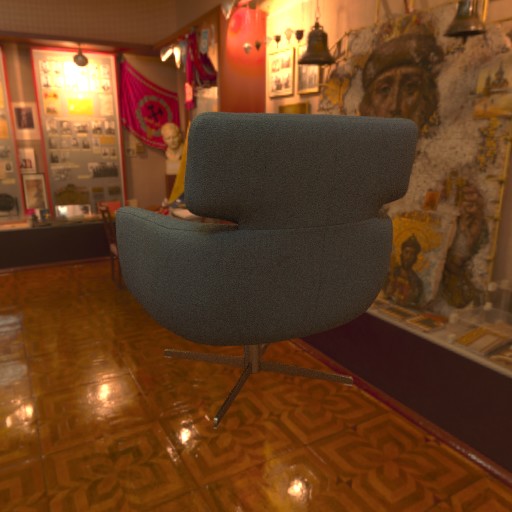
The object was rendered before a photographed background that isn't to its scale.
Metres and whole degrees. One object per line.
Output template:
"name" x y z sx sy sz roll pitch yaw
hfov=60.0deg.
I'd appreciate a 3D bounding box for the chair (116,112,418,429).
"chair" 0.000 0.000 1.388 0.738 0.813 0.761 -7 16 -27
